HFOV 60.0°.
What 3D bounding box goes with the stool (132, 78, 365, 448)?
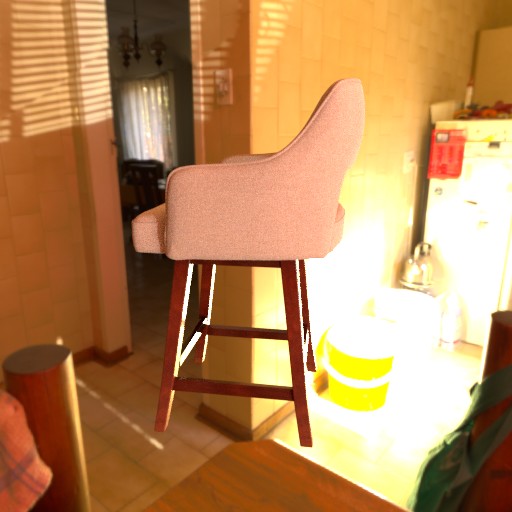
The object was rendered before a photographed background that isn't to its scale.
[{"bbox_3d":[0.000,0.000,1.286,0.560,0.936,0.550,2,16,9],"label":"stool"}]
